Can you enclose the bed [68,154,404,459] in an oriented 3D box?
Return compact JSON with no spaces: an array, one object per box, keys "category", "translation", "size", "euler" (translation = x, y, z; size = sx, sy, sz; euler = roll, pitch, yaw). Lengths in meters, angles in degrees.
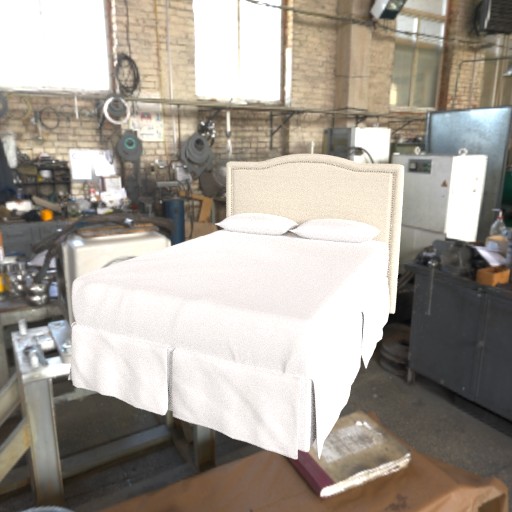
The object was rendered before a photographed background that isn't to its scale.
[{"category":"bed","translation":[0.000,0.000,3.271],"size":[1.741,1.449,2.196],"euler":[7,15,25]}]
